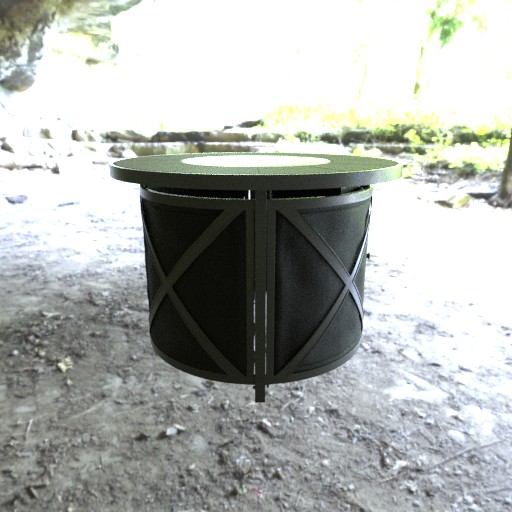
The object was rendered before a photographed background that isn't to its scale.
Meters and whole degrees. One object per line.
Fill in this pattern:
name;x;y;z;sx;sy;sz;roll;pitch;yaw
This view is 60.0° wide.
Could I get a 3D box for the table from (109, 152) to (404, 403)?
table;0.000;0.000;1.533;0.914;0.650;0.914;0;16;0
